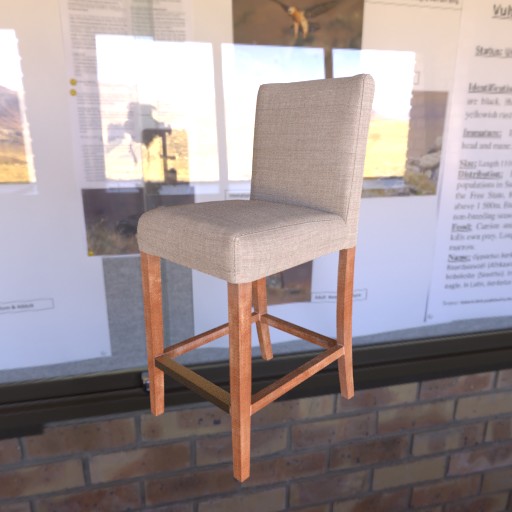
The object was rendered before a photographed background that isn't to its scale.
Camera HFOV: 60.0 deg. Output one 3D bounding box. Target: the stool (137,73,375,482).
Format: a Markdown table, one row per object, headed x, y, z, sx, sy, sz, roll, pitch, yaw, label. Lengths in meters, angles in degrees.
| x | y | z | sx | sy | sz | roll | pitch | yaw | label |
| --- | --- | --- | --- | --- | --- | --- | --- | --- | --- |
| 0.000 | 0.000 | 1.341 | 0.454 | 1.039 | 0.567 | 15 | 22 | 43 | stool |
